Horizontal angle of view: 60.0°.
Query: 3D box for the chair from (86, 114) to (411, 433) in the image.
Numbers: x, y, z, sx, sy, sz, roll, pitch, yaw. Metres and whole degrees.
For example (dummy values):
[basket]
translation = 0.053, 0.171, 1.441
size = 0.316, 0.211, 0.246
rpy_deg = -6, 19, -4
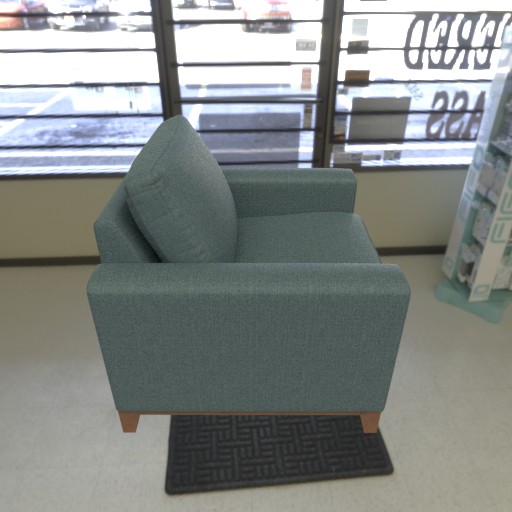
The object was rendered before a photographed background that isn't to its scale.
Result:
[chair]
translation = 0.000, 0.000, 1.874
size = 1.038, 1.010, 1.024
rpy_deg = 0, 32, 0
